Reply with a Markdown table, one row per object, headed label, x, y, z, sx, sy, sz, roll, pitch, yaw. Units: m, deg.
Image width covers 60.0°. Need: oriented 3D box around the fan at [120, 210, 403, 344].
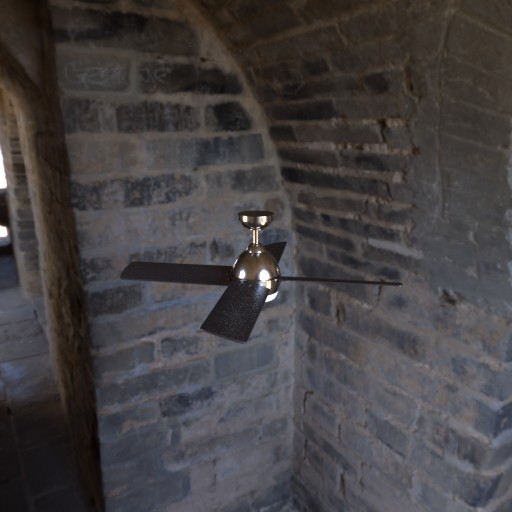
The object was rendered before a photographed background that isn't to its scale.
| label | x | y | z | sx | sy | sz | roll | pitch | yaw |
| --- | --- | --- | --- | --- | --- | --- | --- | --- | --- |
| fan | 0.000 | 0.000 | 2.080 | 1.332 | 0.403 | 1.332 | 3 | 15 | 9 |
